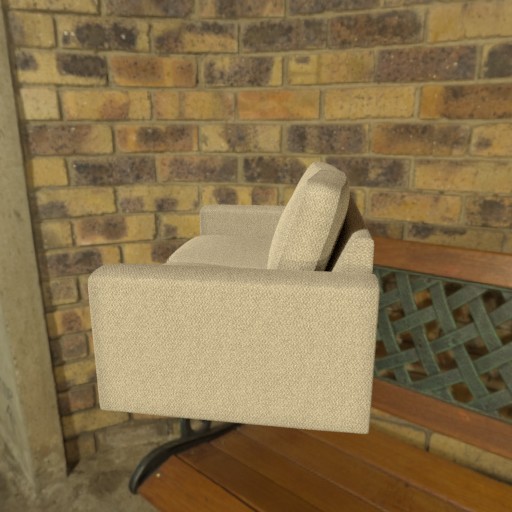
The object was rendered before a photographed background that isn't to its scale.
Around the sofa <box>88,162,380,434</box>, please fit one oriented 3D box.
[{"bbox_3d":[0.000,0.000,2.238,1.016,0.873,1.616,2,15,8],"label":"sofa"}]
